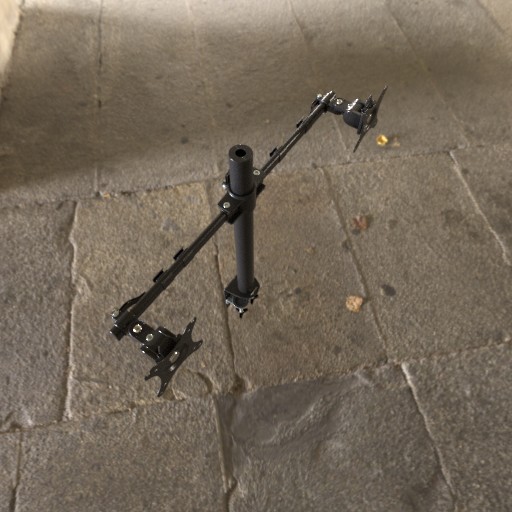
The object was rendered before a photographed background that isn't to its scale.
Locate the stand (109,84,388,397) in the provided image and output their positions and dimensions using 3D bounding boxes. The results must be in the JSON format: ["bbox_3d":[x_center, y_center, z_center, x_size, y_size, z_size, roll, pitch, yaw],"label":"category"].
[{"bbox_3d":[0.000,0.000,0.992,0.150,0.603,0.743,31,63,17],"label":"stand"}]
